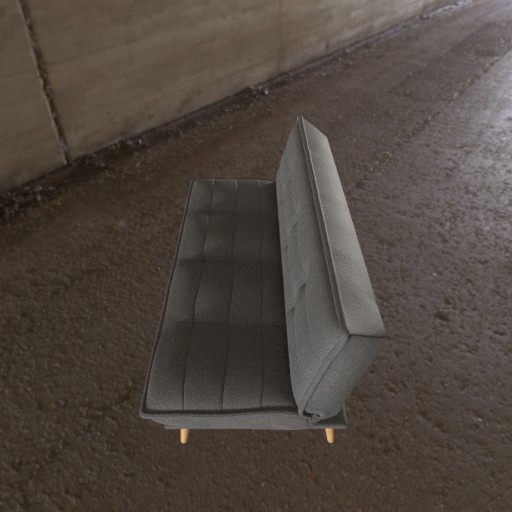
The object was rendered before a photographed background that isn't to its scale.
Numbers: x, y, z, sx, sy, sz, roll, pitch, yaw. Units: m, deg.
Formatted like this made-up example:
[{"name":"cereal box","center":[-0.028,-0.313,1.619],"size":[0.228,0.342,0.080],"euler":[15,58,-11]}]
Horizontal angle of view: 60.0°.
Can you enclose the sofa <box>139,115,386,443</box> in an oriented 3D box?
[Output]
[{"name":"sofa","center":[0.000,0.000,2.485],"size":[0.950,0.890,1.940],"euler":[0,39,0]}]
